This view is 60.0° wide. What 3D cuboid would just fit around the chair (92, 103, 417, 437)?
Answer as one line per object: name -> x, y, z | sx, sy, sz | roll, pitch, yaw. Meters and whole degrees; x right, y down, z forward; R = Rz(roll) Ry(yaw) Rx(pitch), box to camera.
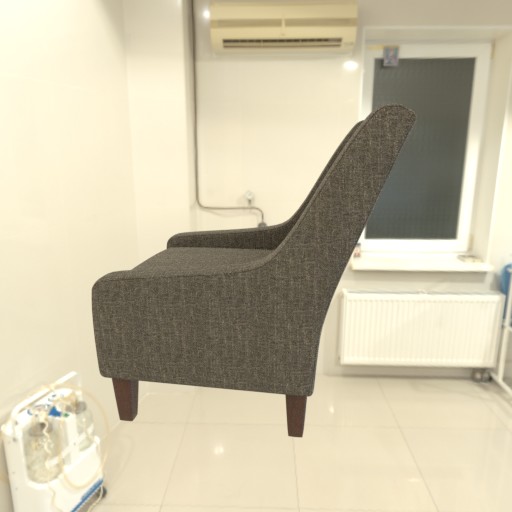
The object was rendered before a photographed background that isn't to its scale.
chair -> 0.000, 0.000, 1.663 | 0.944, 1.012, 0.793 | 2, 14, 8
